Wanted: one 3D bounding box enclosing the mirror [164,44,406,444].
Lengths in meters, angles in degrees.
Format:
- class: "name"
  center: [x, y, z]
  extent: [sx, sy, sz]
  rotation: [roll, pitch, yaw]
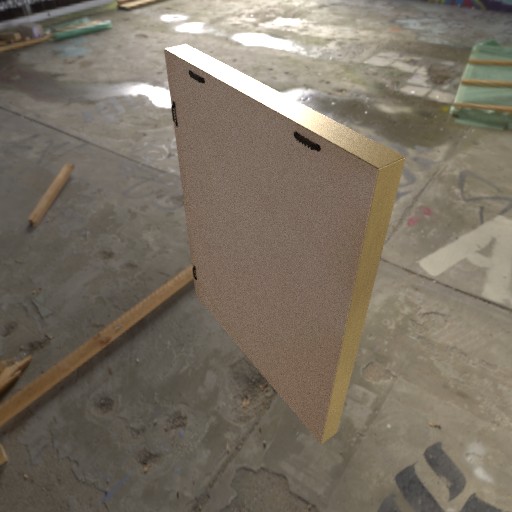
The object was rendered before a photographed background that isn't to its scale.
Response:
- class: "mirror"
  center: [0.000, 0.000, 0.679]
  extent: [0.041, 0.508, 0.405]
  rotation: [-25, 47, -26]
